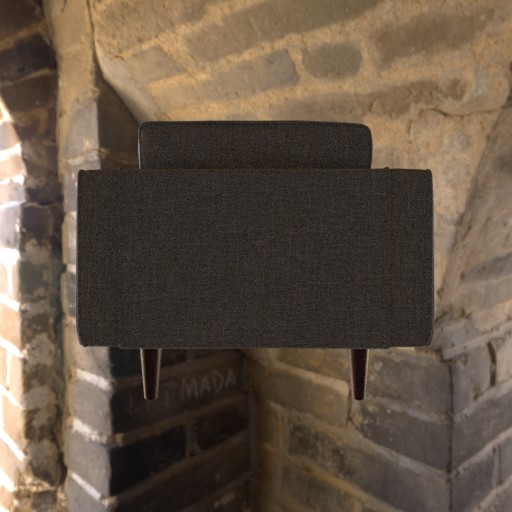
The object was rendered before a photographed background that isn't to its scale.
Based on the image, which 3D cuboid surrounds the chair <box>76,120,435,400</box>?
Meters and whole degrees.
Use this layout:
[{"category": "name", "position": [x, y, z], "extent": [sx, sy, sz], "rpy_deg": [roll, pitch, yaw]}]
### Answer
[{"category": "chair", "position": [0.000, 0.000, 1.509], "extent": [0.889, 0.765, 0.914], "rpy_deg": [0, -1, 0]}]
